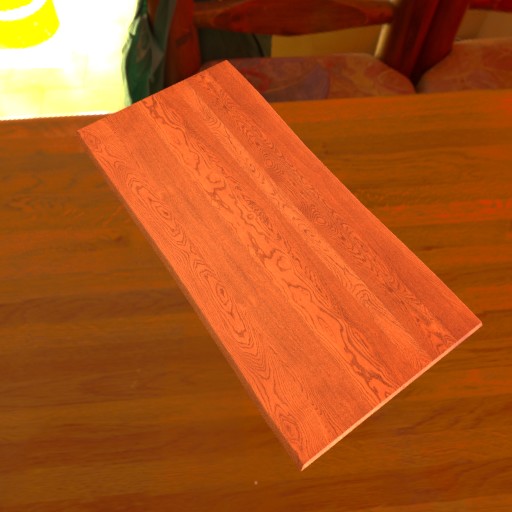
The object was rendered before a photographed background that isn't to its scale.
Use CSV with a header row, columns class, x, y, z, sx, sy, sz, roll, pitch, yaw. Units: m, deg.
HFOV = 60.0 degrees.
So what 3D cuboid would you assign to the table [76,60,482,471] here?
class,x,y,z,sx,sy,sz,roll,pitch,yaw
table,0.000,0.000,2.255,0.900,0.770,1.800,-32,67,-15
